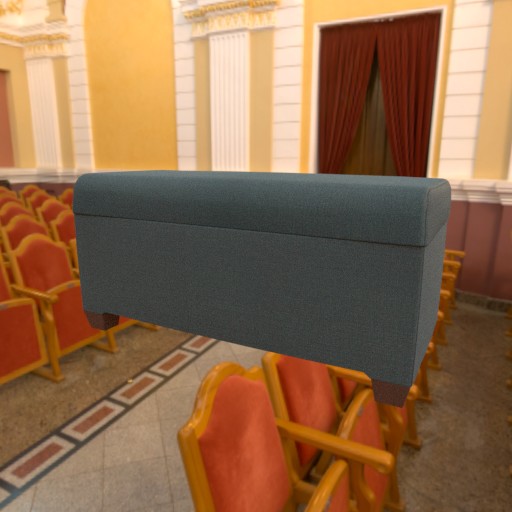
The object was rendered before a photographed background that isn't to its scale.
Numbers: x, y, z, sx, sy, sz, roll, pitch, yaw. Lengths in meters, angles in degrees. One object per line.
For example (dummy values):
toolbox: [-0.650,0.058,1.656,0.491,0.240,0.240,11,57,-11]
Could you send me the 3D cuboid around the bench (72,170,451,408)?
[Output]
bench: [0.000,0.000,1.280,0.995,0.474,0.476,7,15,27]
